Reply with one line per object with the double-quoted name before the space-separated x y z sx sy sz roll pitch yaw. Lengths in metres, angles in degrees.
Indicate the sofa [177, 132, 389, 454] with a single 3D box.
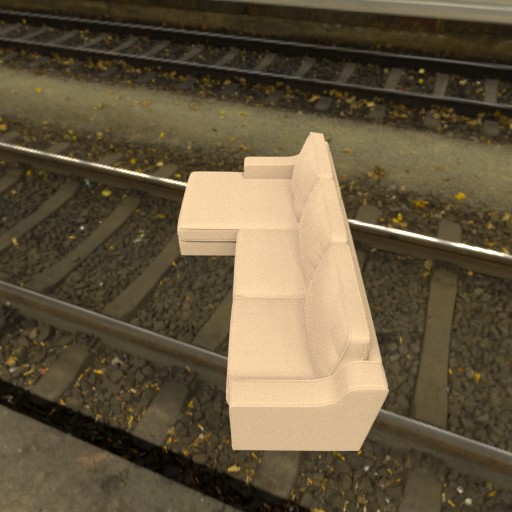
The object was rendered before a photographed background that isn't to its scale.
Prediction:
"sofa" 0.000 0.000 3.227 1.294 0.928 2.561 0 41 0
